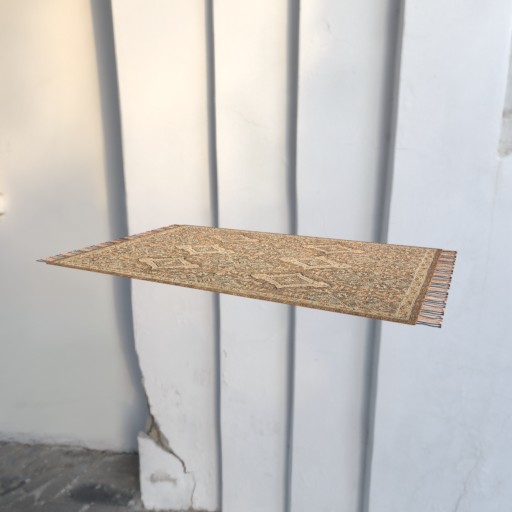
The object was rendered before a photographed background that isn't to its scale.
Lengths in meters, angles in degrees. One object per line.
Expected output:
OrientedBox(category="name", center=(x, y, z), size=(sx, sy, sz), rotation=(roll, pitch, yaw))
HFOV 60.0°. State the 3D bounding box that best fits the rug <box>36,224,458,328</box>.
OrientedBox(category="rug", center=(0.000, 0.000, 2.995), size=(2.434, 0.010, 1.516), rotation=(7, 16, 25))
